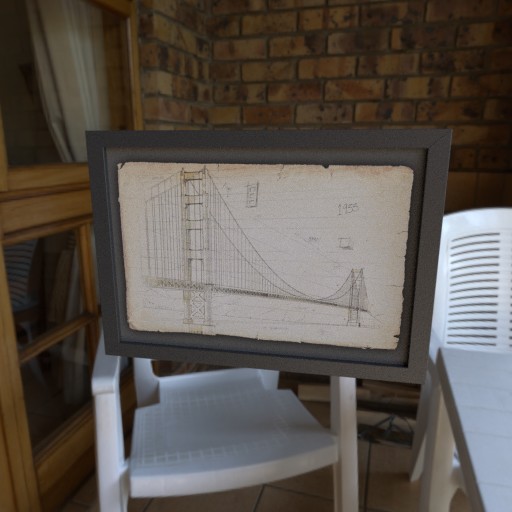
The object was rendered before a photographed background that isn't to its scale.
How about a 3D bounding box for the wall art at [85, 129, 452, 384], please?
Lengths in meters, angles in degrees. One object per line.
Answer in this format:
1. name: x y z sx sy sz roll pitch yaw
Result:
1. wall art: 0.000 0.000 0.559 0.432 0.306 0.016 3 15 10
